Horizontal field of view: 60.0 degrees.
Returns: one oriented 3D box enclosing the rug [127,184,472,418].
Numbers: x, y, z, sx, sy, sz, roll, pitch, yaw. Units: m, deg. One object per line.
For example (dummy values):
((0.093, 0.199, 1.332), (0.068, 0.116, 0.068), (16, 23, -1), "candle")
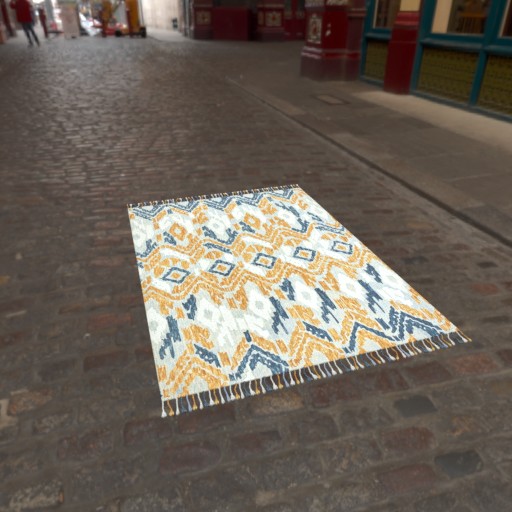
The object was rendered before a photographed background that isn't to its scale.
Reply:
((0.000, 0.000, 2.351), (1.230, 0.008, 1.827), (-9, 31, -15), "rug")
